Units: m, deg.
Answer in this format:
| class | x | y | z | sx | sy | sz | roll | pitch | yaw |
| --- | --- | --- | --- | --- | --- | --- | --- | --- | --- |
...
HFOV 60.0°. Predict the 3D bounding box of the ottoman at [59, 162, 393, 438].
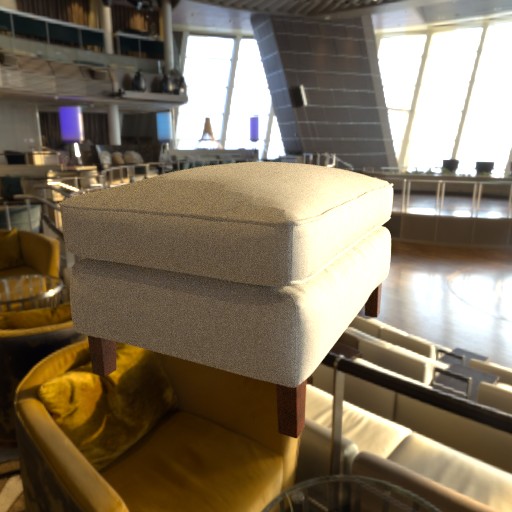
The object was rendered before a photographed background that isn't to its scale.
| class | x | y | z | sx | sy | sz | roll | pitch | yaw |
| --- | --- | --- | --- | --- | --- | --- | --- | --- | --- |
| ottoman | 0.000 | 0.000 | 0.985 | 0.501 | 0.406 | 0.665 | 7 | 16 | 27 |
